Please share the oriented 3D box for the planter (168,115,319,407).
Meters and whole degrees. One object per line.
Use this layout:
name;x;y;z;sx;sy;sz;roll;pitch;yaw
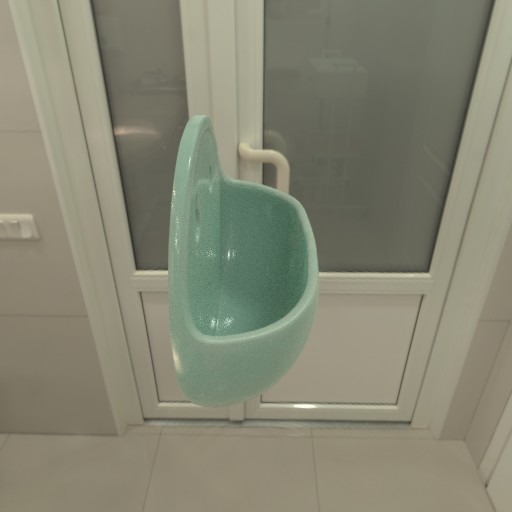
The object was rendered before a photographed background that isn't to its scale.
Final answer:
planter;0.000;0.000;0.274;0.073;0.164;0.189;1;32;1
